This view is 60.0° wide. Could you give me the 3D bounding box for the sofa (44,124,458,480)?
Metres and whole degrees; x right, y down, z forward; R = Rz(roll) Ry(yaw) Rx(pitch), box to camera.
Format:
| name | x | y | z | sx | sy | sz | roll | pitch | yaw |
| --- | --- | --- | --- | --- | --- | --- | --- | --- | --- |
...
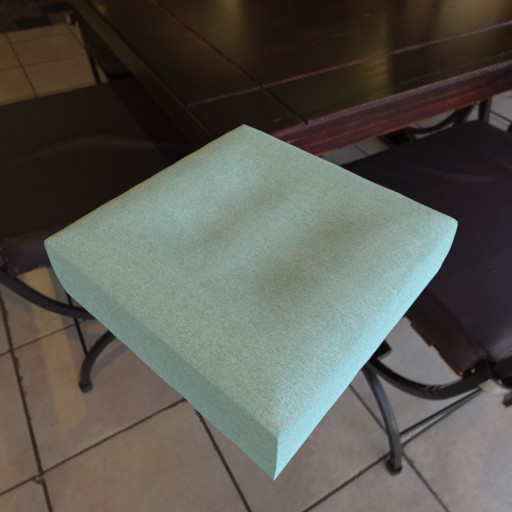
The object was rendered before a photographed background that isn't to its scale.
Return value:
| name | x | y | z | sx | sy | sz | roll | pitch | yaw |
| --- | --- | --- | --- | --- | --- | --- | --- | --- | --- |
| sofa | 0.000 | 0.000 | 1.458 | 0.930 | 0.330 | 0.930 | 32 | 54 | 27 |
